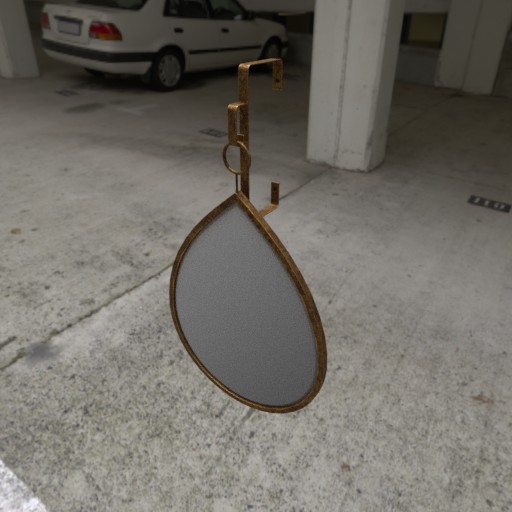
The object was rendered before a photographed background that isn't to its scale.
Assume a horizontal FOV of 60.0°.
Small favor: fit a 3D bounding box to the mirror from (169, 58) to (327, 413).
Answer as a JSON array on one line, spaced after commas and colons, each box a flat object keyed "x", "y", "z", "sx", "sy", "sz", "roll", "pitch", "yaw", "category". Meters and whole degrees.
[{"x": 0.000, "y": 0.000, "z": 0.925, "sx": 0.405, "sy": 0.744, "sz": 0.144, "roll": 18, "pitch": 34, "yaw": 29, "category": "mirror"}]
